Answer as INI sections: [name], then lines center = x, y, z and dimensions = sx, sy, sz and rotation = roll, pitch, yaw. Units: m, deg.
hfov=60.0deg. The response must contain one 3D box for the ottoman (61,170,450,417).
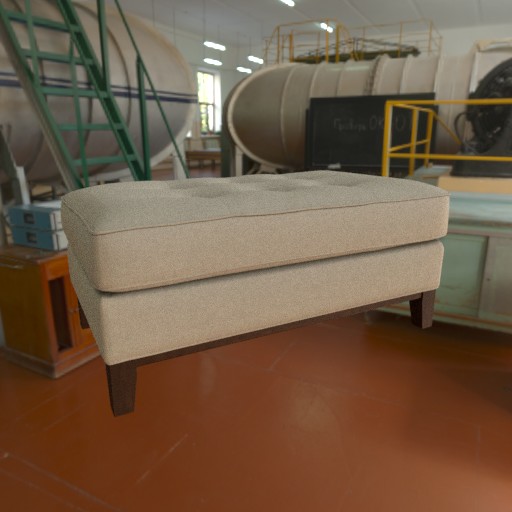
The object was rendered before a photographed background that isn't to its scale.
[ottoman]
center = 0.000, 0.000, 1.498
dimensions = 1.143, 0.508, 0.648
rotation = -8, 18, -27
